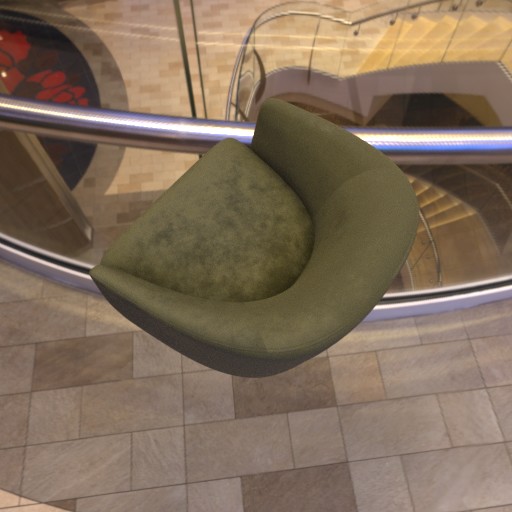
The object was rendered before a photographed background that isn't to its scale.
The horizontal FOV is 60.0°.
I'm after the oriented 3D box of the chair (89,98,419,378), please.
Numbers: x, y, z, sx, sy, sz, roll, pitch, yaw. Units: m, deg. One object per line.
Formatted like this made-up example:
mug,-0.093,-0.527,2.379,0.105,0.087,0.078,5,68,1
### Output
chair,0.000,0.000,1.375,0.767,0.698,0.773,34,67,16
